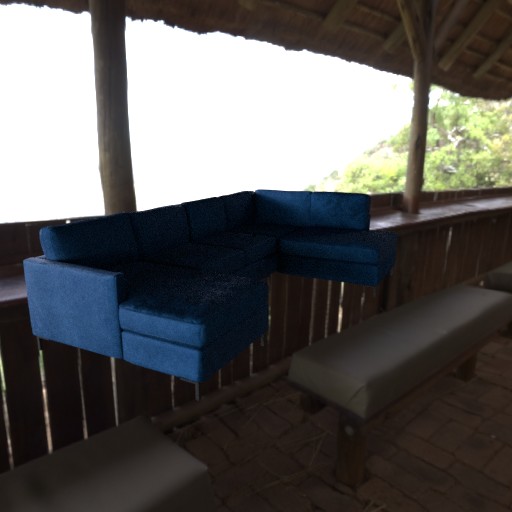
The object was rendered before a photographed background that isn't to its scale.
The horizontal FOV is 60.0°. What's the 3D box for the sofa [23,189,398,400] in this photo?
[{"bbox_3d":[0.000,0.000,4.272,2.055,0.992,3.434,7,15,27],"label":"sofa"}]
